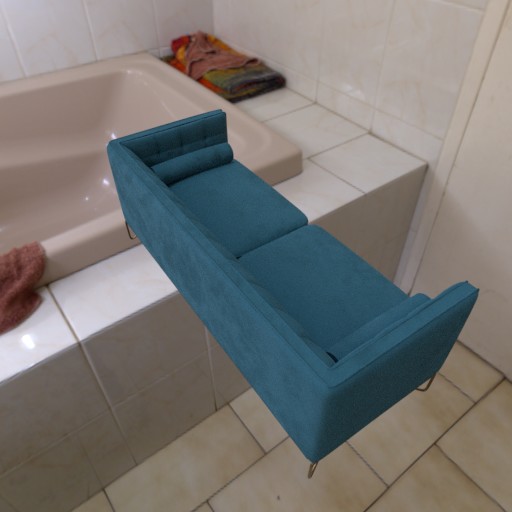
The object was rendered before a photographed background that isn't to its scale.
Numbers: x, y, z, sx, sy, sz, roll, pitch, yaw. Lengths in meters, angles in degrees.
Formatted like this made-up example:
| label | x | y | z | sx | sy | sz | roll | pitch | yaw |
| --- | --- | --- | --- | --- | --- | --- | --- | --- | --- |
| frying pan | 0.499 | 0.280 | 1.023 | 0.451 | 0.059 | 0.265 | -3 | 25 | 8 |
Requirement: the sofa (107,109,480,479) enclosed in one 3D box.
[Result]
| label | x | y | z | sx | sy | sz | roll | pitch | yaw |
| --- | --- | --- | --- | --- | --- | --- | --- | --- | --- |
| sofa | 0.000 | 0.000 | 2.527 | 0.867 | 0.789 | 2.087 | -25 | 49 | -25 |
